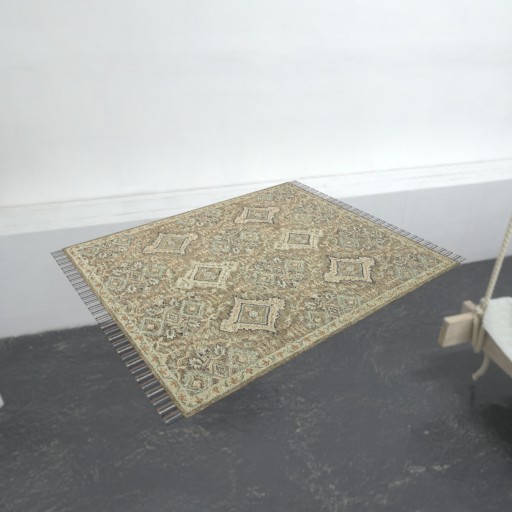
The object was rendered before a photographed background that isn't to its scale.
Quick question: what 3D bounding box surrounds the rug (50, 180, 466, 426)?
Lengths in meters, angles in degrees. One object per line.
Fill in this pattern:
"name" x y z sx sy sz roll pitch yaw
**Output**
"rug" 0.000 0.000 4.147 3.056 0.010 2.437 -21 37 -31
